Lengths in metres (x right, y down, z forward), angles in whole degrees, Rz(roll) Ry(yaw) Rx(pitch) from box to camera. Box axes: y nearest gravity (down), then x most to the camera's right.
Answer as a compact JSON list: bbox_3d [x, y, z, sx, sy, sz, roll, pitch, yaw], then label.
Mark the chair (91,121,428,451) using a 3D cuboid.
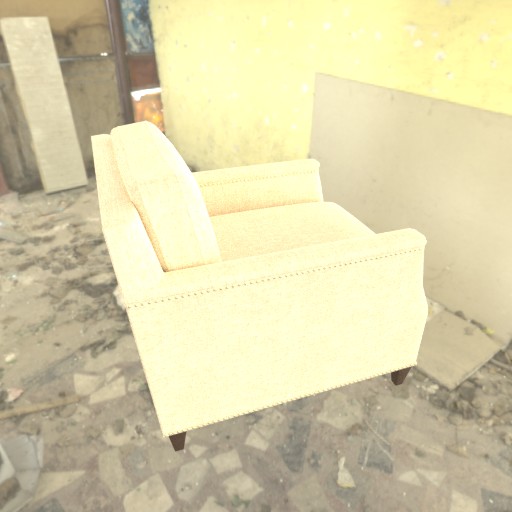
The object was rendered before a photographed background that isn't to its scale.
[{"bbox_3d":[0.000,0.000,1.707,1.041,0.940,0.838,-10,32,-17],"label":"chair"}]
